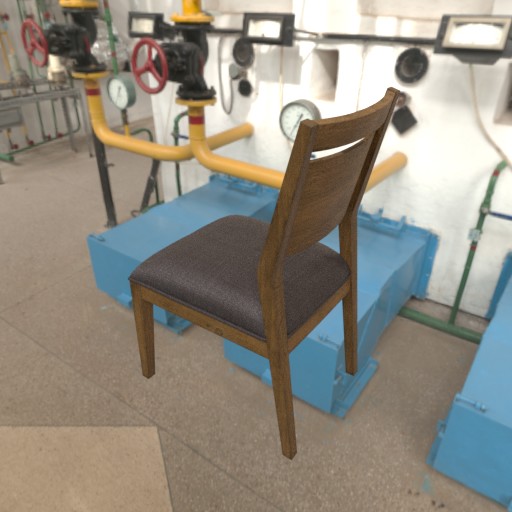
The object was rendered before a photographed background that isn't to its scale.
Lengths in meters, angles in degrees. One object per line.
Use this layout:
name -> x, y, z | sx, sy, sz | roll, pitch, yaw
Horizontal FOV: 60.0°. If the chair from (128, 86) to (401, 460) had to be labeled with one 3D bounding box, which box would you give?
chair -> 0.000, 0.000, 1.304 | 0.610, 0.939, 0.501 | 21, 36, 31
